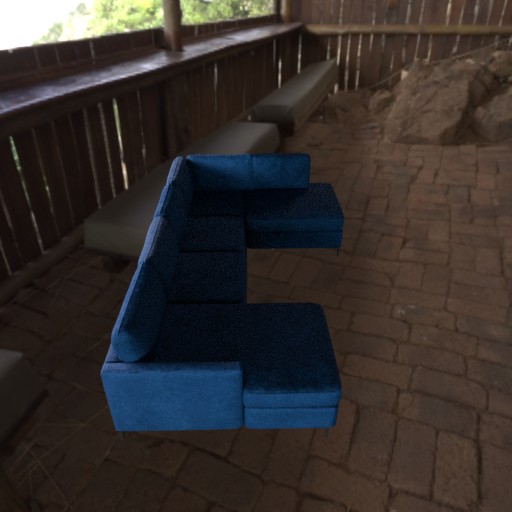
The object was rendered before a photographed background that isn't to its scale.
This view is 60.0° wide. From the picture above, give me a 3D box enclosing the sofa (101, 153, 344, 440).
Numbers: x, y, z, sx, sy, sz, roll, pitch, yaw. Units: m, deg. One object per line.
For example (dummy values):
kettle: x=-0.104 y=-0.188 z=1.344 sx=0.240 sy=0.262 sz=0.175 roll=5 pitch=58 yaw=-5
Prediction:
sofa: x=0.000 y=0.000 z=4.365 sx=2.055 sy=0.992 sz=3.434 roll=-1 pitch=33 yaw=-1
